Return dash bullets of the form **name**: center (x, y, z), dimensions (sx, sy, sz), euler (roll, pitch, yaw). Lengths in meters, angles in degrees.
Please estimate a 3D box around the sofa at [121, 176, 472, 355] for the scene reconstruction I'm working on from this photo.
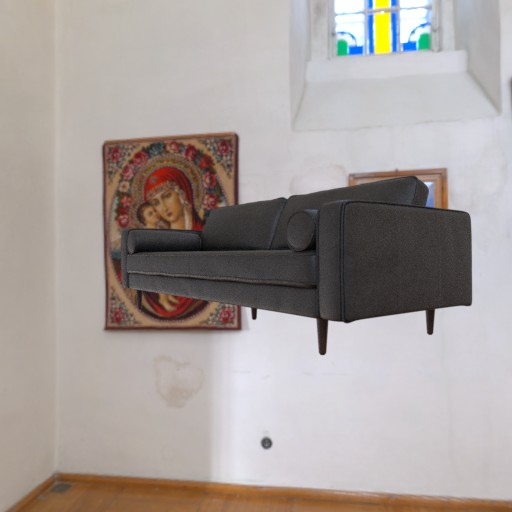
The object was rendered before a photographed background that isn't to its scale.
- **sofa**: center (0.000, 0.000, 2.655), dimensions (0.914, 0.762, 2.210), euler (0, 0, -37)
